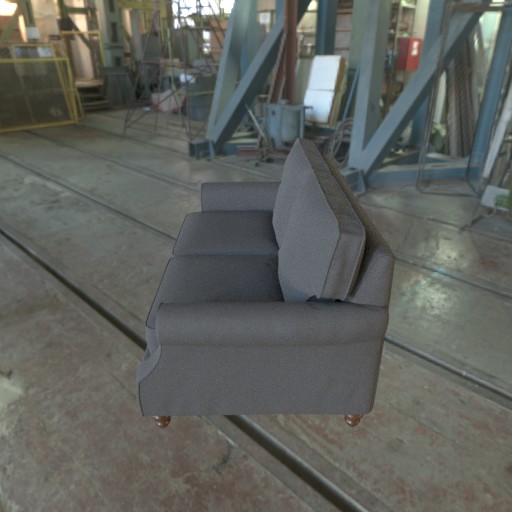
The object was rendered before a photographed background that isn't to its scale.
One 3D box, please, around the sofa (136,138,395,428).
[{"bbox_3d":[0.000,0.000,2.300,0.964,0.937,1.665,0,26,0],"label":"sofa"}]
